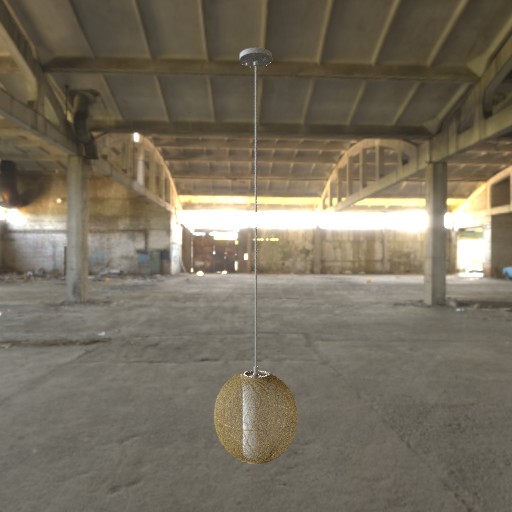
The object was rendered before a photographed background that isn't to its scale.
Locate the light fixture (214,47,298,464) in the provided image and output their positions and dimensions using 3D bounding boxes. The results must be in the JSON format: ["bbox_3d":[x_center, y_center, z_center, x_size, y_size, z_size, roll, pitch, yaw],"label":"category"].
[{"bbox_3d":[0.000,0.000,2.158,0.407,1.955,0.406,0,0,-2],"label":"light fixture"}]
